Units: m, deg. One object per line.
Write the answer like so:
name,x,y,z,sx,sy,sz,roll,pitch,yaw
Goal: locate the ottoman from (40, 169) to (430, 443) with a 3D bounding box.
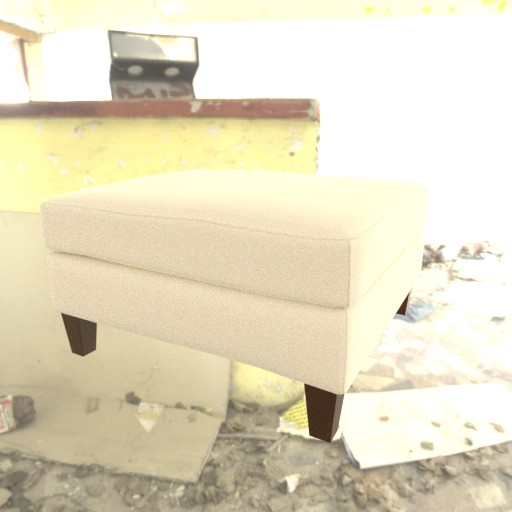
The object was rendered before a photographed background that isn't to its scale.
ottoman,0.000,0.000,1.317,0.838,0.479,0.838,9,18,28
